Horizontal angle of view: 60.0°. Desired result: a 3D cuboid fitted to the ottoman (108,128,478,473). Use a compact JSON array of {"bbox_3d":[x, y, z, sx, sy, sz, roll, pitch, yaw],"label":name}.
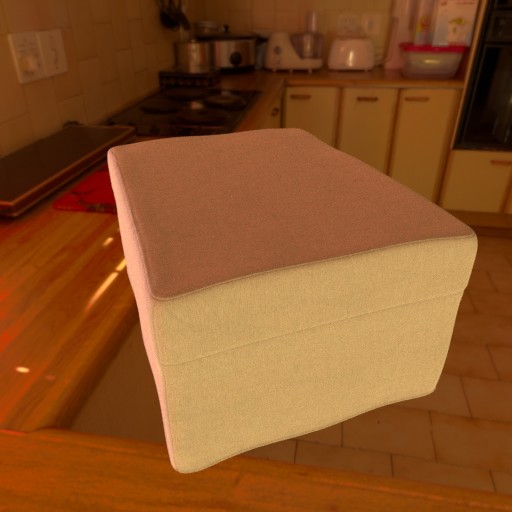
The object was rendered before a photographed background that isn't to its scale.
[{"bbox_3d":[0.000,0.000,1.188,0.648,0.461,0.833,-11,33,-17],"label":"ottoman"}]
